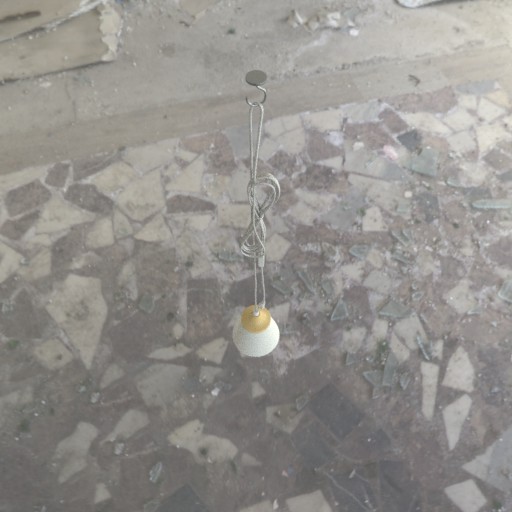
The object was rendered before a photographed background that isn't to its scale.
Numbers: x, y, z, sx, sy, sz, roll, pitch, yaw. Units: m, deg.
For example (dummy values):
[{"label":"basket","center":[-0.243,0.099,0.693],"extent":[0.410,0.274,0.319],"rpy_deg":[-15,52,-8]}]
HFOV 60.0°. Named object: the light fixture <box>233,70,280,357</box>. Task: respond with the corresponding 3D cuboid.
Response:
[{"label":"light fixture","center":[0.000,0.000,1.045],"extent":[0.153,0.966,0.153],"rpy_deg":[16,59,10]}]
